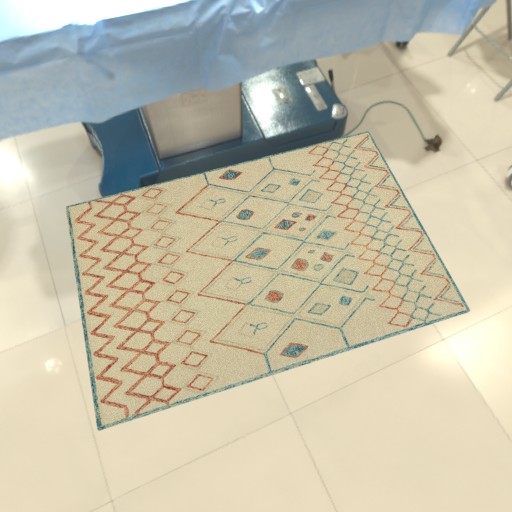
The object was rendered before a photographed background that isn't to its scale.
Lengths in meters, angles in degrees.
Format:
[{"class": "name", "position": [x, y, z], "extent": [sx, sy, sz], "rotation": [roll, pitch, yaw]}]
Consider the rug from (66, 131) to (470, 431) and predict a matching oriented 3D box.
[{"class": "rug", "position": [0.000, 0.000, 2.318], "extent": [1.829, 0.016, 1.219], "rotation": [-16, 64, -8]}]
